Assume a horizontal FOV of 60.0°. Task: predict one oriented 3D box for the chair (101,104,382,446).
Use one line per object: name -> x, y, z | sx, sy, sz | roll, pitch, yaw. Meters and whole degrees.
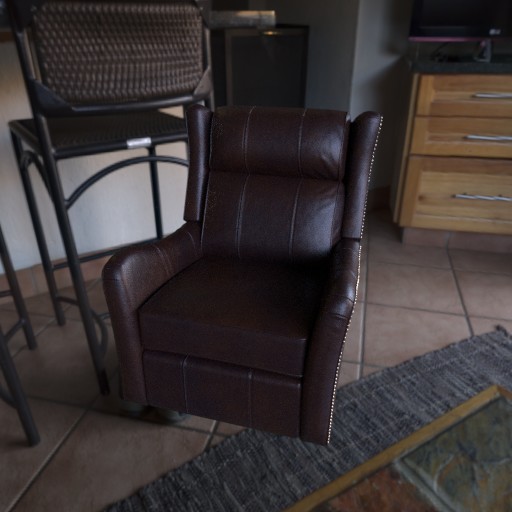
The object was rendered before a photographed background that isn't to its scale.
chair -> 0.000, 0.000, 1.839 | 0.869, 1.084, 1.008 | 7, 27, 14
